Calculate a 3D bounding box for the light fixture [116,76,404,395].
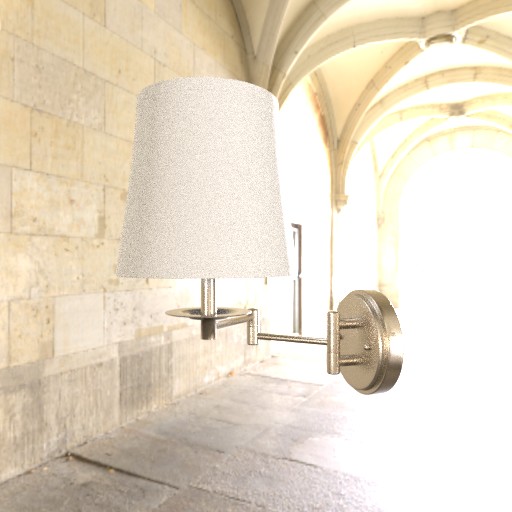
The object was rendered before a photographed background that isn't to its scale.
[{"bbox_3d":[0.000,0.000,0.577,0.348,0.381,0.223,0,-1,-17],"label":"light fixture"}]
